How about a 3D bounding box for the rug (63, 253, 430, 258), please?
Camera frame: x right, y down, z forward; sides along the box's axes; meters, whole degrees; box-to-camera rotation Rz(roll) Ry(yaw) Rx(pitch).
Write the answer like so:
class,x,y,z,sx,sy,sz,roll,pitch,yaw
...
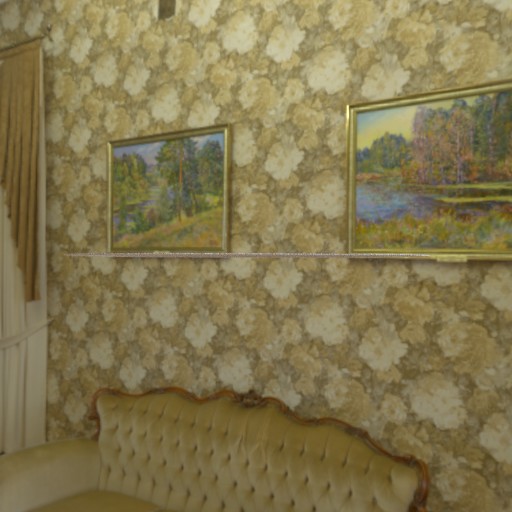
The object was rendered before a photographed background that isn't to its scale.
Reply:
class,x,y,z,sx,sy,sz,roll,pitch,yaw
rug,0.000,0.000,3.049,2.432,0.006,1.520,0,-1,-18
